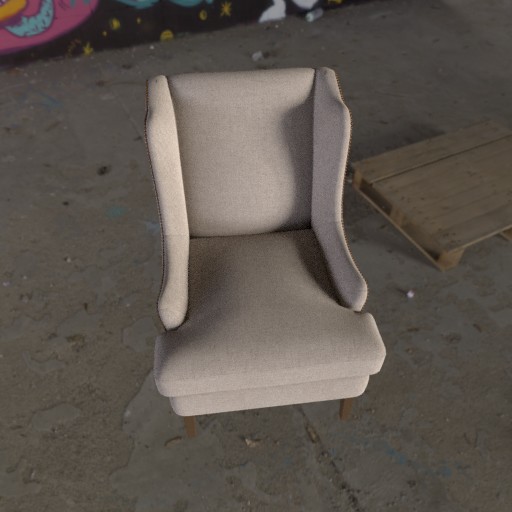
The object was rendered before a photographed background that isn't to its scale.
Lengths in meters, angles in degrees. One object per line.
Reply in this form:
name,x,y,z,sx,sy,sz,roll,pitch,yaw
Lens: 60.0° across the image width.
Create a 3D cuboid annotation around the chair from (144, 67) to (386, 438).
chair,0.000,0.000,1.651,0.737,1.029,0.940,-5,46,-5
